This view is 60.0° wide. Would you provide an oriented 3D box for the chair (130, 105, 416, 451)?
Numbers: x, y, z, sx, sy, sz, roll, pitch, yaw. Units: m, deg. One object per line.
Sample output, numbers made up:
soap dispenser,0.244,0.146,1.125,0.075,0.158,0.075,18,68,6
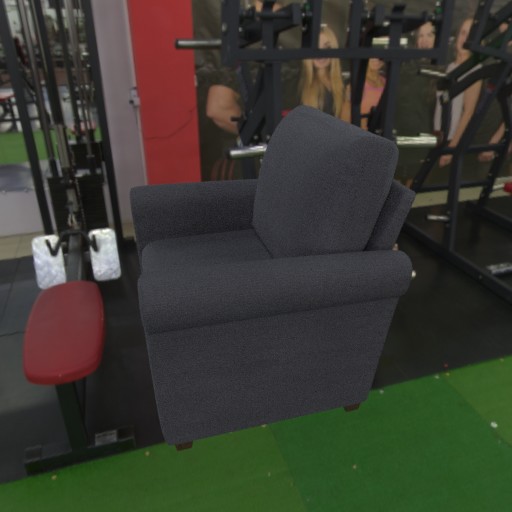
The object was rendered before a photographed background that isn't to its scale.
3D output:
chair,0.000,0.000,1.596,0.828,0.942,0.867,-7,29,-14
